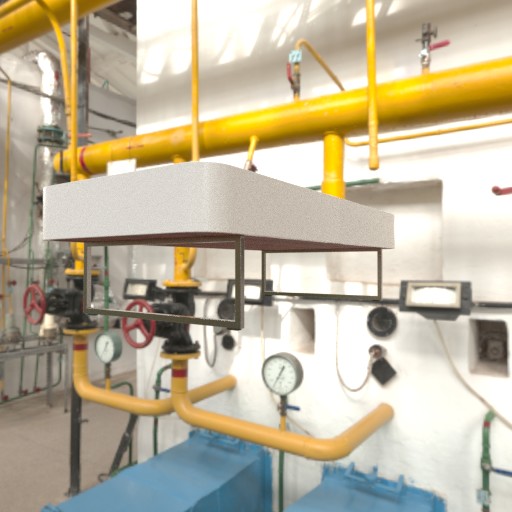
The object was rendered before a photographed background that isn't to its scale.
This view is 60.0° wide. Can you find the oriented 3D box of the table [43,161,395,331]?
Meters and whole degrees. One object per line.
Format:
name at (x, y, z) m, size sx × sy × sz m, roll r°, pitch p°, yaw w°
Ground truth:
table at (0.000, 0.000, 1.485) m, size 0.600 × 0.340 × 1.200 m, roll -1°, pitch -1°, yaw 34°
